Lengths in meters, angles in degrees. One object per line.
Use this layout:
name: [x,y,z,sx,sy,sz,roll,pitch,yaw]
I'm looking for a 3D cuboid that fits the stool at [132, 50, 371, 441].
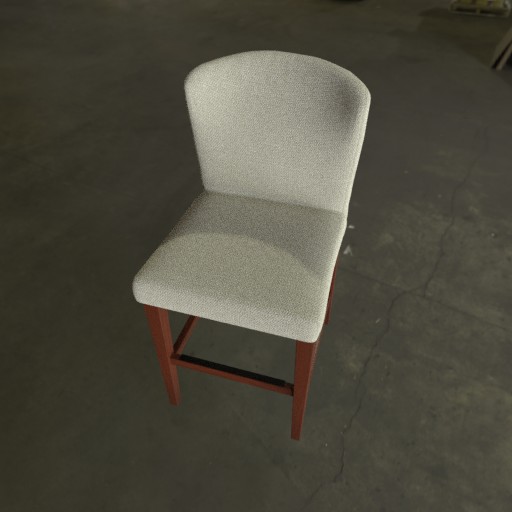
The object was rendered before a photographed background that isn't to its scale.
stool: [0.000,0.000,1.280,0.481,0.969,0.568,11,42,13]
